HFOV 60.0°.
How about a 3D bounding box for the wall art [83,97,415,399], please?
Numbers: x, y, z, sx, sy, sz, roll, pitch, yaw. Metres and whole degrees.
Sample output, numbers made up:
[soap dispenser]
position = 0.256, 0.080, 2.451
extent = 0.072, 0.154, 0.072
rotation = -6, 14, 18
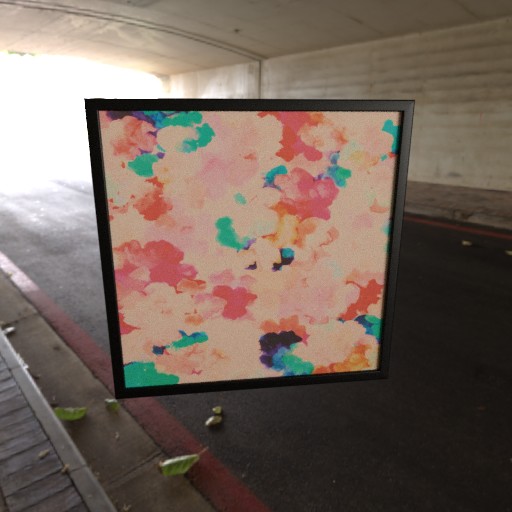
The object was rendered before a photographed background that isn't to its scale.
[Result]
[wall art]
position = 0.000, 0.000, 1.130
extent = 0.756, 0.755, 0.036
rotation = -2, 17, -7
